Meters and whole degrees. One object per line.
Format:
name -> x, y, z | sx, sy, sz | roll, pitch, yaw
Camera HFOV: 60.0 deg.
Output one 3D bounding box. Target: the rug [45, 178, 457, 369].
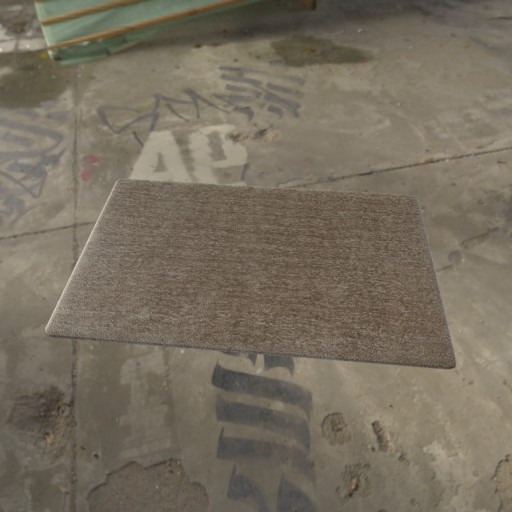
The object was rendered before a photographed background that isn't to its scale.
rug -> 0.000, 0.000, 3.129 | 2.469, 0.024, 1.539 | 4, 48, 4
